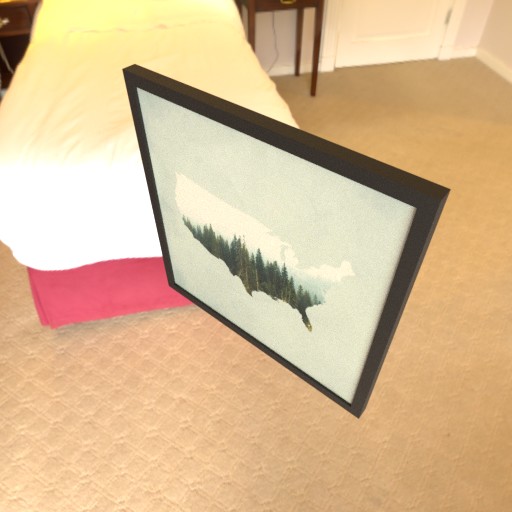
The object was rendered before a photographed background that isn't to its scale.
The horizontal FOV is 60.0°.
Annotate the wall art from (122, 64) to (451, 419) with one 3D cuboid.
[{"bbox_3d":[0.000,0.000,1.129,0.763,0.763,0.038,30,53,26],"label":"wall art"}]
